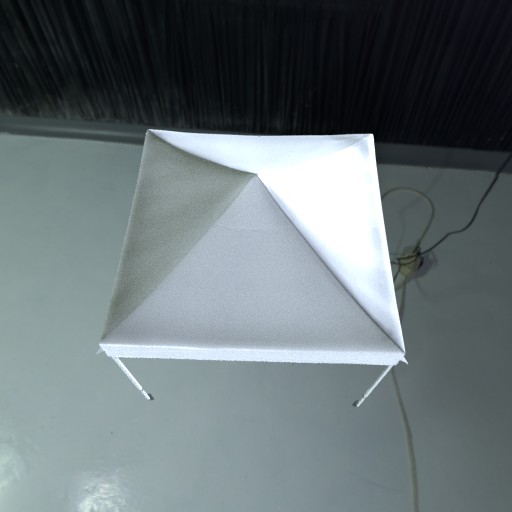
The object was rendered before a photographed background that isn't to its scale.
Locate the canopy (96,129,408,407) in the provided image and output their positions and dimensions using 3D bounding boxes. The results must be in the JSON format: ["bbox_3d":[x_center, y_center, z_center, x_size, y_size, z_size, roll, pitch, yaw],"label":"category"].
[{"bbox_3d":[0.000,0.000,5.507,2.994,2.998,2.996,2,59,1],"label":"canopy"}]
